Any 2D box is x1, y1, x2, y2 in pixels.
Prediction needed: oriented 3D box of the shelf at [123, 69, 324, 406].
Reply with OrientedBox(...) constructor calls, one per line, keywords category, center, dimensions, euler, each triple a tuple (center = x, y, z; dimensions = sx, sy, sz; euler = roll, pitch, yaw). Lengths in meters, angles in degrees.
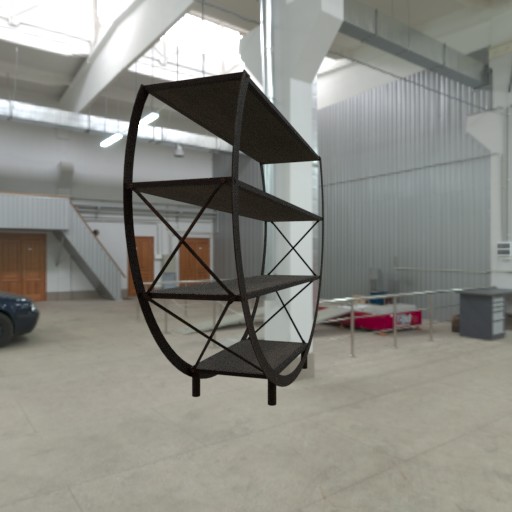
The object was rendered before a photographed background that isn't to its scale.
OrientedBox(category="shelf", center=(0.000, 0.000, 1.889), dimensions=(0.344, 1.063, 1.403), euler=(0, 0, 19))
